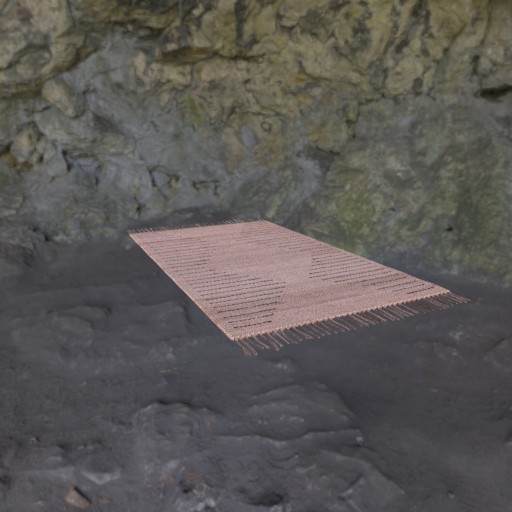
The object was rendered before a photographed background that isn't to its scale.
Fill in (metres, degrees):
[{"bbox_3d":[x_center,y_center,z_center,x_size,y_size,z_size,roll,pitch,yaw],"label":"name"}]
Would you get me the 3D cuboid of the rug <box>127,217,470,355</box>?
[{"bbox_3d":[0.000,0.000,2.107,0.905,0.017,1.718,-8,18,-25],"label":"rug"}]
